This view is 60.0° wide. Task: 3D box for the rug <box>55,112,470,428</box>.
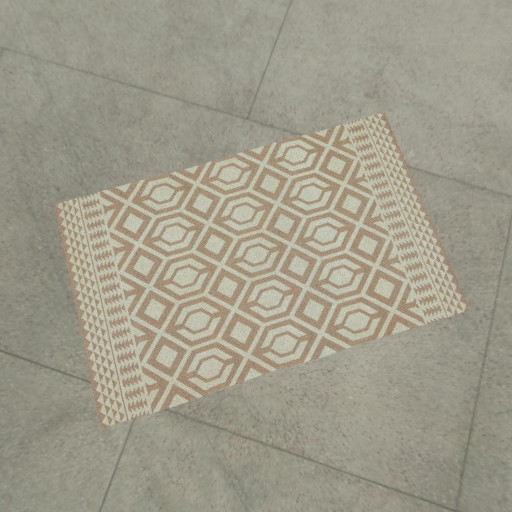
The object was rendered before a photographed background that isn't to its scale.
[{"bbox_3d":[0.000,0.000,2.956,2.435,0.011,1.526,-17,76,-4],"label":"rug"}]
